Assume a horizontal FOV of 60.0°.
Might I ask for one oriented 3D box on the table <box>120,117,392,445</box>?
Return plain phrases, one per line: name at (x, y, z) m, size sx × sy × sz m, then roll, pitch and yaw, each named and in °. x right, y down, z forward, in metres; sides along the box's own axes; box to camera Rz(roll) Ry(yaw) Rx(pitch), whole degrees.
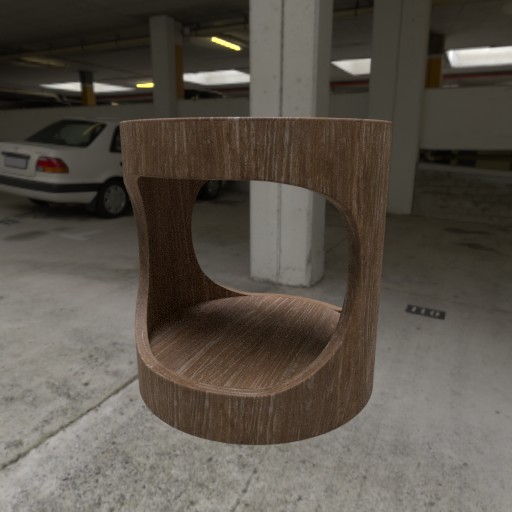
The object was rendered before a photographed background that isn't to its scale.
table at (0.000, 0.000, 0.962) m, size 0.527 × 0.551 × 0.527 m, roll 0°, pitch 15°, yaw 0°
